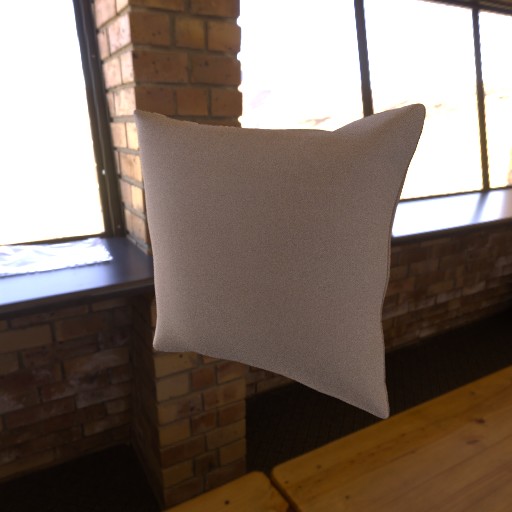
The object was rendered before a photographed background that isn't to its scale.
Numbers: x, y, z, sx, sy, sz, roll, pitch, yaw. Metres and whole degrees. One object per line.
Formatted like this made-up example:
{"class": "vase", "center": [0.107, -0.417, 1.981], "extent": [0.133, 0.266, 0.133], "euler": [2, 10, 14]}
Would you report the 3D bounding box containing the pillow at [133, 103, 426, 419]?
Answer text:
{"class": "pillow", "center": [0.000, 0.000, 0.626], "extent": [0.416, 0.401, 0.173], "euler": [9, 19, 27]}
